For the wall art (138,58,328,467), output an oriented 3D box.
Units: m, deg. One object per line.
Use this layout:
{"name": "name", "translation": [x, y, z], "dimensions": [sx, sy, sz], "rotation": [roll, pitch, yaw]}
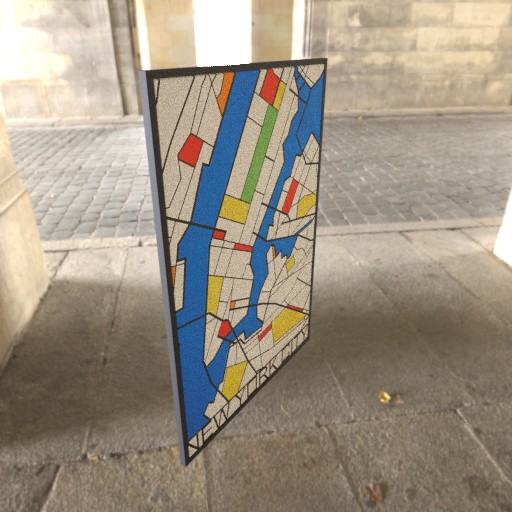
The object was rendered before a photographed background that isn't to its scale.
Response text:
{"name": "wall art", "translation": [0.000, 0.000, 0.821], "dimensions": [0.013, 0.657, 0.457], "rotation": [17, 31, 31]}
